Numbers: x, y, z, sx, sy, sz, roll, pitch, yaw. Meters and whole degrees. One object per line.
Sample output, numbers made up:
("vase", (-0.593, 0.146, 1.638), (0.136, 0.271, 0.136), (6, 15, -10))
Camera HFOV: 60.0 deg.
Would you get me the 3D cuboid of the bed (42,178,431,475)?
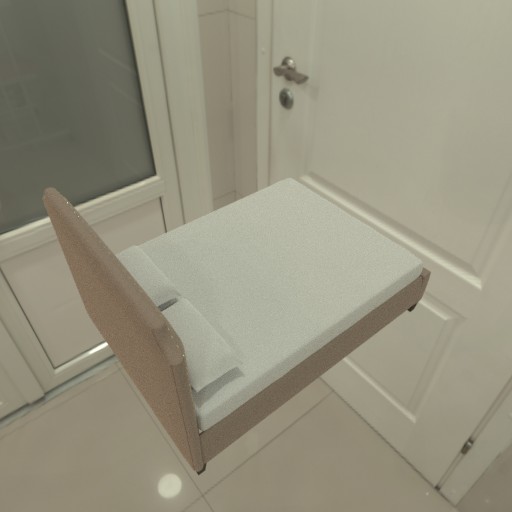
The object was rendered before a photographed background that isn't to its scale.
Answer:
("bed", (0.000, 0.000, 3.402), (2.372, 1.443, 1.713), (-28, 49, -27))
